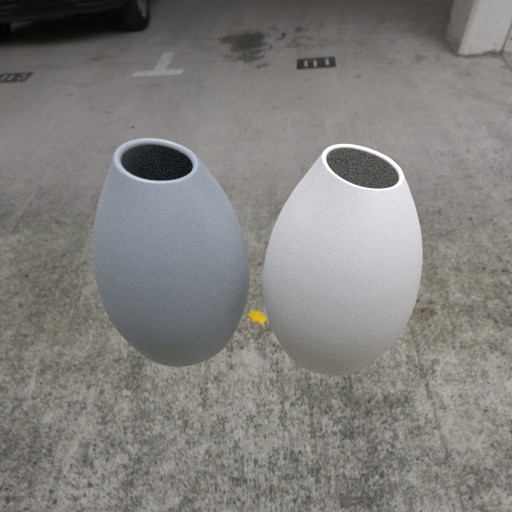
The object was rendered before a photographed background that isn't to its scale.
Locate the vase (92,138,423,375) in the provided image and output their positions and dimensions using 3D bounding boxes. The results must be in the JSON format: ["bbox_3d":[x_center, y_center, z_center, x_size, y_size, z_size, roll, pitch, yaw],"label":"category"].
[{"bbox_3d":[0.000,0.000,0.253,0.187,0.131,0.089,3,44,3],"label":"vase"}]
